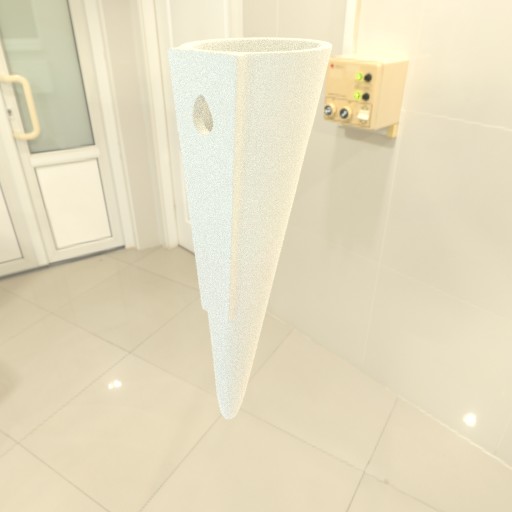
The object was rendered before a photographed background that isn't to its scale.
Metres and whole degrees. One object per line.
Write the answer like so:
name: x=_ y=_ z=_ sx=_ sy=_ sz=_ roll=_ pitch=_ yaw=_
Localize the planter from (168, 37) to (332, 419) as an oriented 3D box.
planter: x=0.000 y=0.000 z=0.223 sx=0.057 sy=0.193 sz=0.064 roll=22 pitch=37 yaw=33
